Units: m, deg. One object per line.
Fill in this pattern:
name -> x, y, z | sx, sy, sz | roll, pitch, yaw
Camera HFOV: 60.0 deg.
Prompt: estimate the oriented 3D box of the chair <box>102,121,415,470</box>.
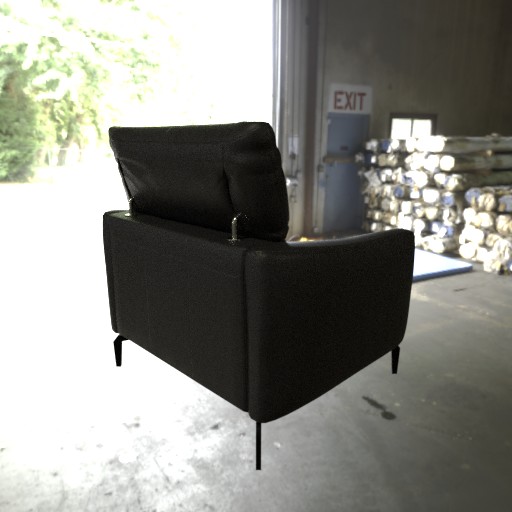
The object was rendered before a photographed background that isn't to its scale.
chair -> 0.000, 0.000, 1.684 | 0.809, 0.949, 0.976 | -14, 20, -42
